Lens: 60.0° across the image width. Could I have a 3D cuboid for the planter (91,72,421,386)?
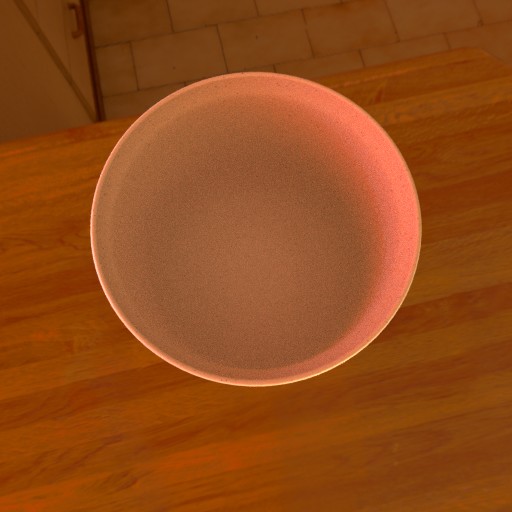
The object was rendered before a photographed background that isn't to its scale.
[{"bbox_3d":[0.000,0.000,0.486,0.268,0.270,0.268,0,75,0],"label":"planter"}]
